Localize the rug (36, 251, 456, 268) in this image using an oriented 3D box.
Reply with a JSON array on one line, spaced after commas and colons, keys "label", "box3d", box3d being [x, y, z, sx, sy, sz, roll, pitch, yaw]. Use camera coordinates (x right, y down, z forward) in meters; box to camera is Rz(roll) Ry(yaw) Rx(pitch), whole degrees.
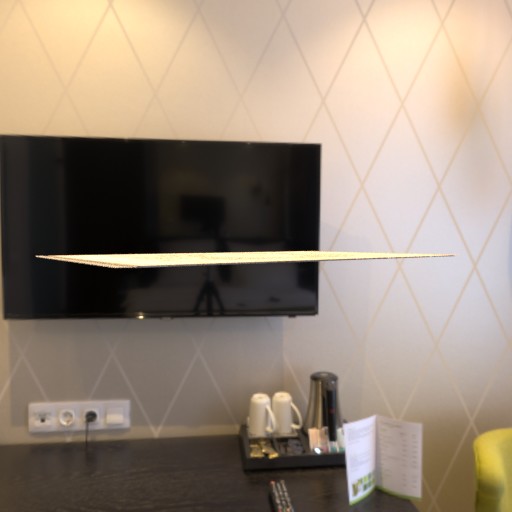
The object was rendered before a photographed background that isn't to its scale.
[{"label": "rug", "box3d": [0.000, 0.000, 4.192, 3.422, 0.015, 2.143, -1, 2, -36]}]
